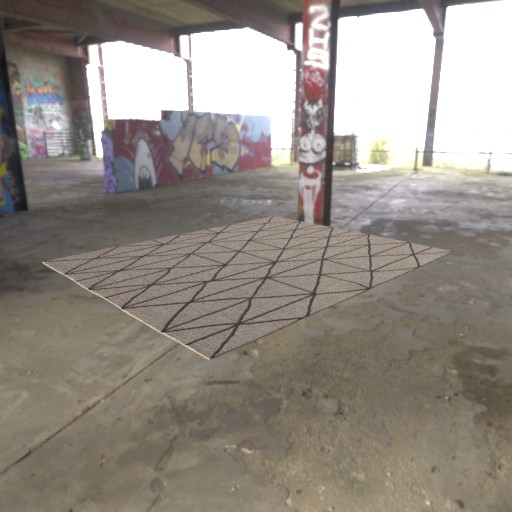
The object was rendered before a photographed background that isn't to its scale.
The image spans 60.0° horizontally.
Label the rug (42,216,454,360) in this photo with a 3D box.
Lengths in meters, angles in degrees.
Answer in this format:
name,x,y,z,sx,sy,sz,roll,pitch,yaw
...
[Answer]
name,x,y,z,sx,sy,sz,roll,pitch,yaw
rug,0.000,0.000,4.184,3.061,0.022,2.468,-15,22,-42
